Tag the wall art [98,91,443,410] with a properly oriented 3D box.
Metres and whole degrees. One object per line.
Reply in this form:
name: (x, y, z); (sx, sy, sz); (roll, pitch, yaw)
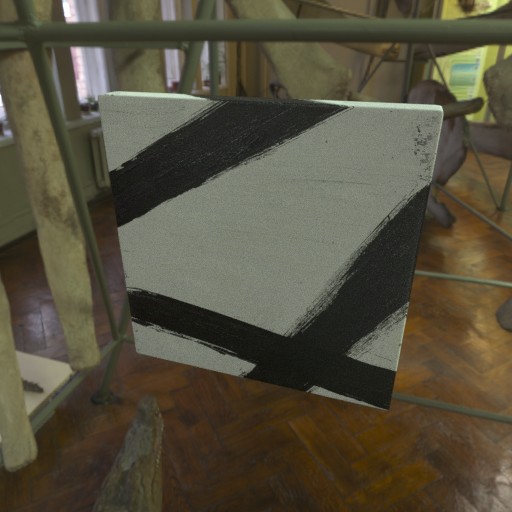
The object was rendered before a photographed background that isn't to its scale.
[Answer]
wall art: (0.000, 0.000, 0.754); (0.507, 0.508, 0.050); (8, 28, 16)
